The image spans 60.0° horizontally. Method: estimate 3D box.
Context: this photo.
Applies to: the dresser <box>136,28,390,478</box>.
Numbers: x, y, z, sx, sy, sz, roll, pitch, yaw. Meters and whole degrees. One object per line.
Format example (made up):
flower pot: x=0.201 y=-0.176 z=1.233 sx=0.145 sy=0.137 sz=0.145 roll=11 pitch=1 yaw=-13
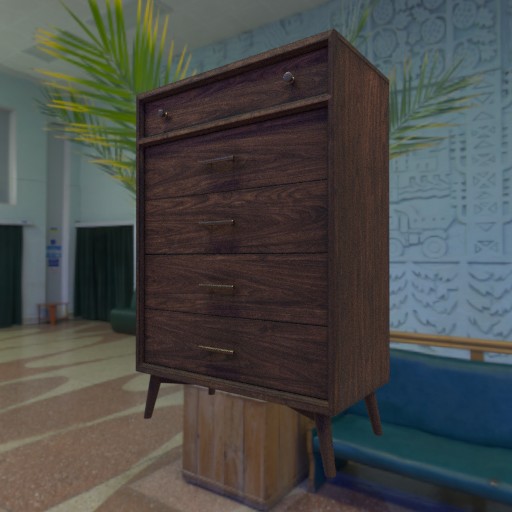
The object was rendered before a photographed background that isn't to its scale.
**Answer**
dresser: x=0.000 y=0.000 z=1.785 sx=0.919 sy=1.365 sz=0.498 roll=0 pitch=-1 yaw=36
